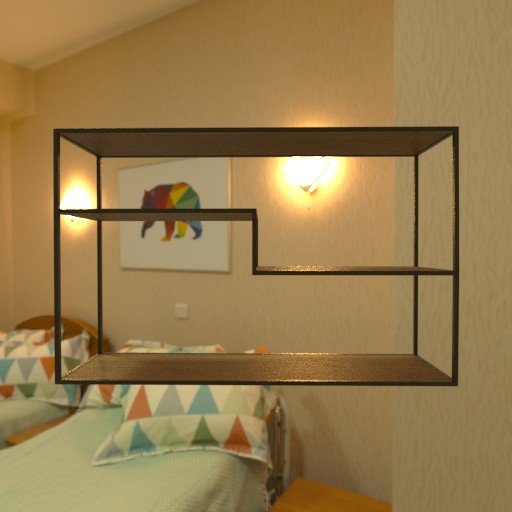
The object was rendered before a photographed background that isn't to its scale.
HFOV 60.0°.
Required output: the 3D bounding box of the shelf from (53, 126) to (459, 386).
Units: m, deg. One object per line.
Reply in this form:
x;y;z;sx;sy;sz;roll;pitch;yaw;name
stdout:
0.000;0.000;1.492;1.201;0.765;0.361;0;1;1;shelf
